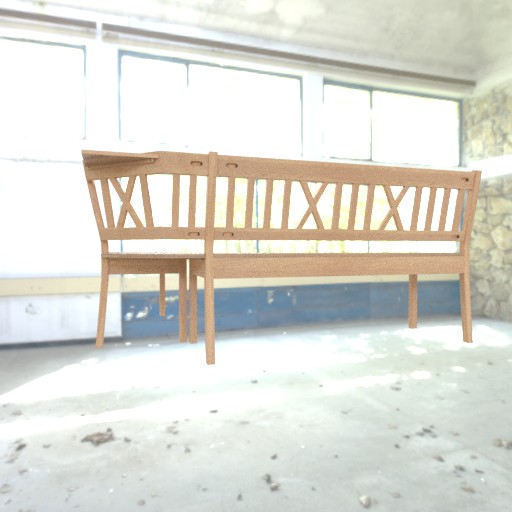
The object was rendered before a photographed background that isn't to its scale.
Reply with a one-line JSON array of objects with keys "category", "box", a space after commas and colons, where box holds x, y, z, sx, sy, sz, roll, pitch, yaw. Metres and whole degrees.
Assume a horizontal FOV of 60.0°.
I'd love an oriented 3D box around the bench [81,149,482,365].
[{"category": "bench", "box": [0.000, 0.000, 2.709, 1.937, 0.902, 1.537, 0, 1, -18]}]
